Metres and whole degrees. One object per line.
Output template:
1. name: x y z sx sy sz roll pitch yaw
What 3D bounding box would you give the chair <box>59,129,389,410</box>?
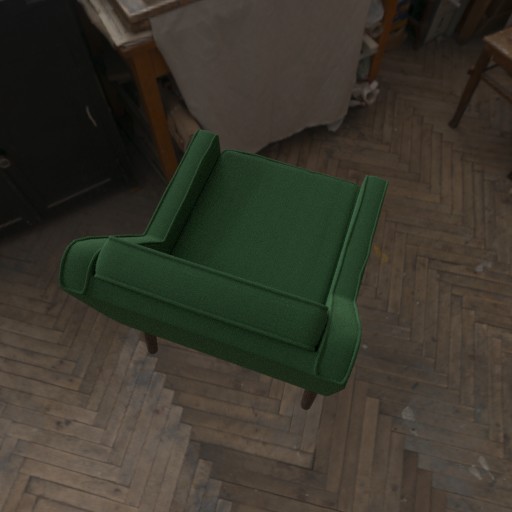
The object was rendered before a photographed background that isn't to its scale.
1. chair: 0.000 0.000 1.352 0.663 0.792 0.743 17 63 9
